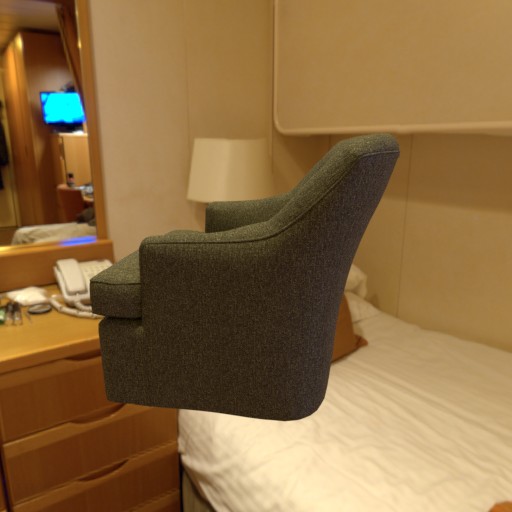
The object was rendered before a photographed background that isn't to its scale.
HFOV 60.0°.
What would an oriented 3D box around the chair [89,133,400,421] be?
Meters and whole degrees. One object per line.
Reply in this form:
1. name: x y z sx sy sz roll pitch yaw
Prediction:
1. chair: 0.000 0.000 1.606 0.923 0.856 0.864 2 15 8
